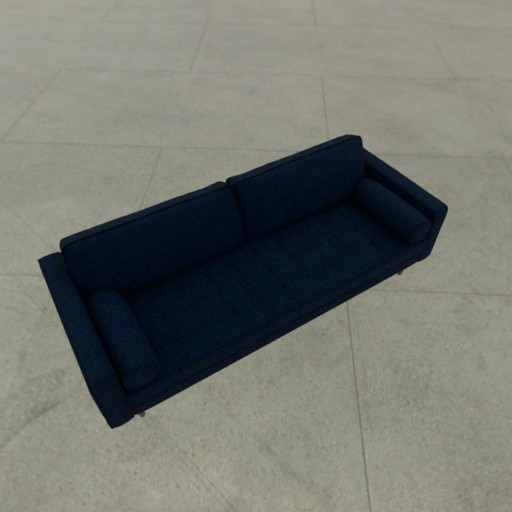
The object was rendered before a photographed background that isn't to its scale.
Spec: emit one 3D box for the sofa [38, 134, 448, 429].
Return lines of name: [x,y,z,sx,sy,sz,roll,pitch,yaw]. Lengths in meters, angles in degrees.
sofa: [0.000,0.000,2.635,2.210,0.762,0.914,-24,51,-22]
